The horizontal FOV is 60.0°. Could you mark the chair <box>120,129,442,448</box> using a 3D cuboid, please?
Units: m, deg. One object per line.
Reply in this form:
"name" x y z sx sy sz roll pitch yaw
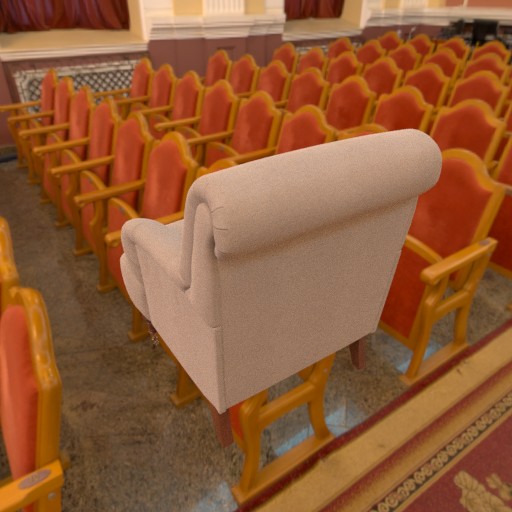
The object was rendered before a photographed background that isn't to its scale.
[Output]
"chair" 0.000 0.000 1.557 0.766 0.942 0.842 -19 36 -29
